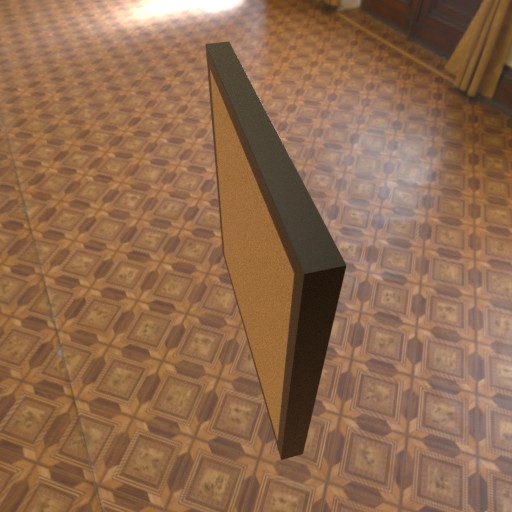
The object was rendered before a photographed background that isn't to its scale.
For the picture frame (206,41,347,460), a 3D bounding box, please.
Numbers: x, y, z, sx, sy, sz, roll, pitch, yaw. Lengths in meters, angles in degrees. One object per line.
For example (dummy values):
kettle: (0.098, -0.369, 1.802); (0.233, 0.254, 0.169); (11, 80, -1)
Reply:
picture frame: (0.000, 0.000, 0.526); (0.029, 0.353, 0.355); (-11, 49, -10)
